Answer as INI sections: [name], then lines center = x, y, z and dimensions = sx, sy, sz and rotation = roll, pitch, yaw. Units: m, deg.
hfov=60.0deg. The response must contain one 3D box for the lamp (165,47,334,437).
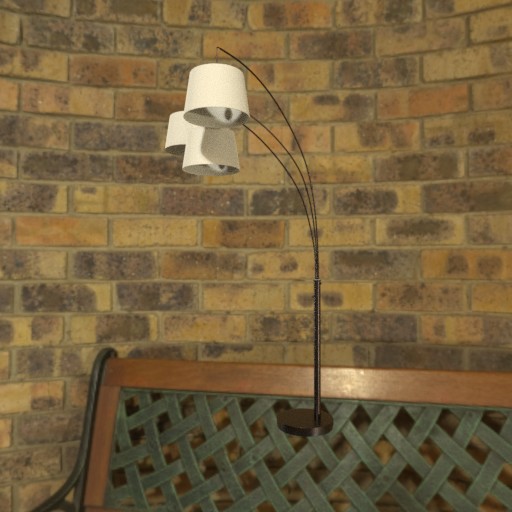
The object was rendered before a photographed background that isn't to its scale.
[lamp]
center = 0.000, 0.000, 2.455
dimensions = 0.924, 1.950, 0.951
rotation = 0, -1, -18
